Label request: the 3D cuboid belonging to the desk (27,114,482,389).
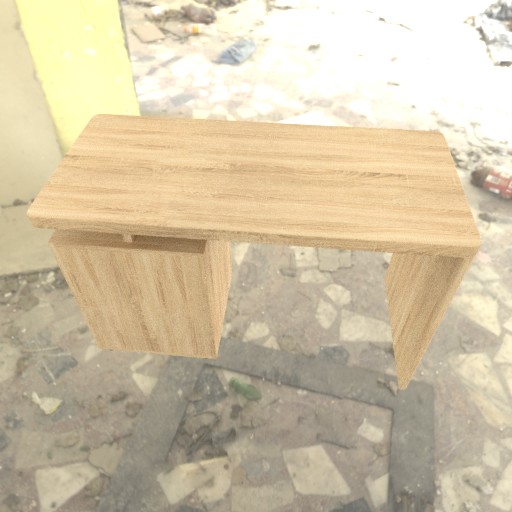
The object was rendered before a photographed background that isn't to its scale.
[{"bbox_3d":[0.000,0.000,1.609,1.200,0.760,0.550,4,47,4],"label":"desk"}]
